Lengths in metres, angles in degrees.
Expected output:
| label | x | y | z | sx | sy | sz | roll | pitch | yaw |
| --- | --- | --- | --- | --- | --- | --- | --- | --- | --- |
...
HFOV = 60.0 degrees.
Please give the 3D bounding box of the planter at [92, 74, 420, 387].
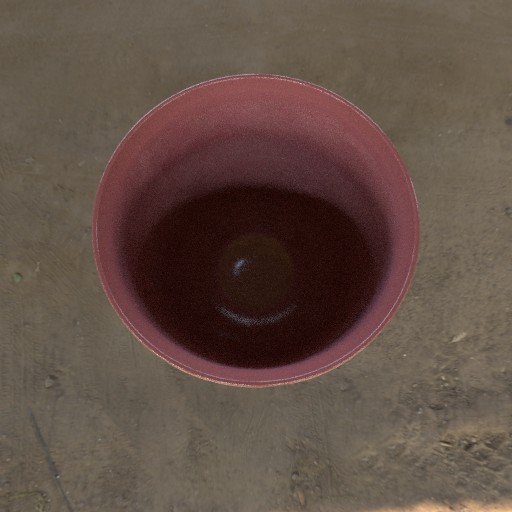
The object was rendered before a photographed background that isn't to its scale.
| label | x | y | z | sx | sy | sz | roll | pitch | yaw |
| --- | --- | --- | --- | --- | --- | --- | --- | --- | --- |
| planter | 0.000 | 0.000 | 0.489 | 0.266 | 0.270 | 0.266 | 0 | 76 | 0 |
